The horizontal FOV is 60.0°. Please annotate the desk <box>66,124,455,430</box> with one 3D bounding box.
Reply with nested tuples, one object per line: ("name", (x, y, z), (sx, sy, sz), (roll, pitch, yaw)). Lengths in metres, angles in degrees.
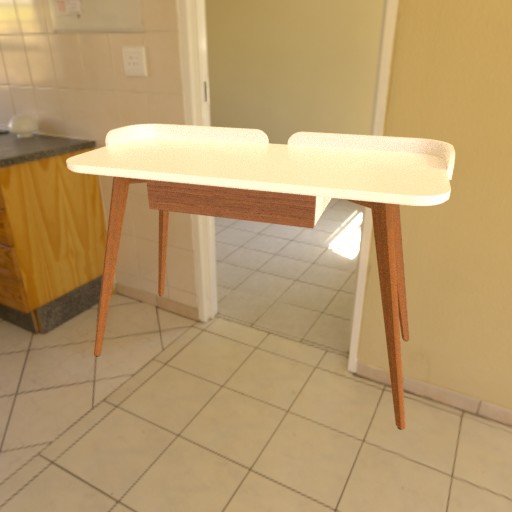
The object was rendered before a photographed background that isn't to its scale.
("desk", (0.000, 0.000, 1.607), (1.206, 0.807, 0.534), (8, 26, 17))
